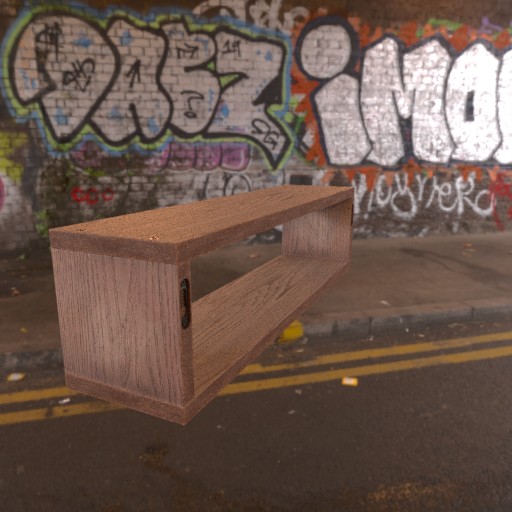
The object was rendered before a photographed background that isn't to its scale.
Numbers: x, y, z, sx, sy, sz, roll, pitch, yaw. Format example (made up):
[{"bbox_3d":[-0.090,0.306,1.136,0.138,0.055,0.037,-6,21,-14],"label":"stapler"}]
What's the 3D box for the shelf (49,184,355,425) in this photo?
[{"bbox_3d":[0.000,0.000,0.683,0.150,0.170,0.610,6,15,25],"label":"shelf"}]
